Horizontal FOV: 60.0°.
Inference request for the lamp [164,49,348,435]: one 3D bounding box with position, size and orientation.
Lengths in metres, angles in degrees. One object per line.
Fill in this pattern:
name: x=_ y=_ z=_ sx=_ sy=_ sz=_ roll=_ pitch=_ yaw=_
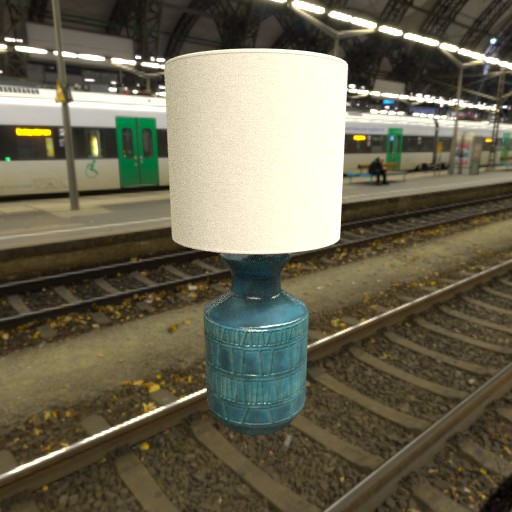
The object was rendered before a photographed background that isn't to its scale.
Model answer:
lamp: x=0.000 y=0.000 z=0.574 sx=0.211 sy=0.455 sz=0.211 roll=7 pitch=16 yaw=27
